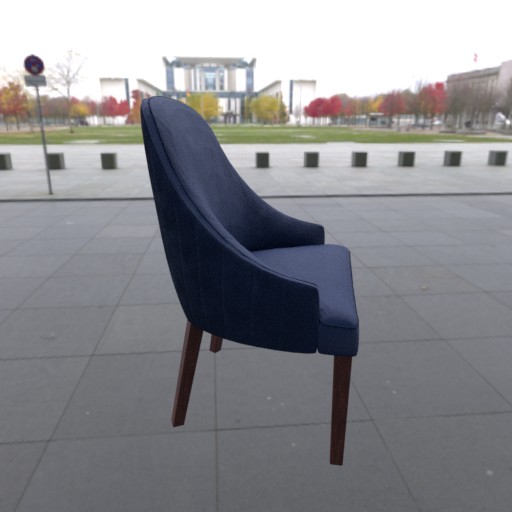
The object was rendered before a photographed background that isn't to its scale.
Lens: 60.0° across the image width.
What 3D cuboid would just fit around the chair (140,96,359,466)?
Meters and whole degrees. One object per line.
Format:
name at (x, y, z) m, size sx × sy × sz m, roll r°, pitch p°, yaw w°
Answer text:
chair at (0.000, 0.000, 1.304) m, size 0.575 × 0.889 × 0.643 m, roll 3°, pitch 17°, yaw 9°
